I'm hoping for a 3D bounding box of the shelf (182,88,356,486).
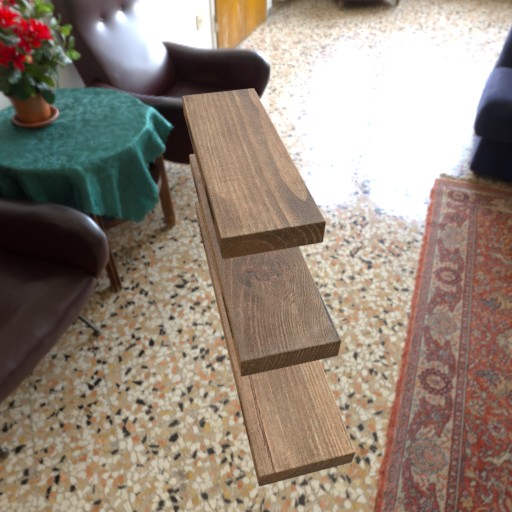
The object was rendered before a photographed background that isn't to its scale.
[{"bbox_3d":[0.000,0.000,0.740,0.140,0.293,0.610,-10,46,-10],"label":"shelf"}]
